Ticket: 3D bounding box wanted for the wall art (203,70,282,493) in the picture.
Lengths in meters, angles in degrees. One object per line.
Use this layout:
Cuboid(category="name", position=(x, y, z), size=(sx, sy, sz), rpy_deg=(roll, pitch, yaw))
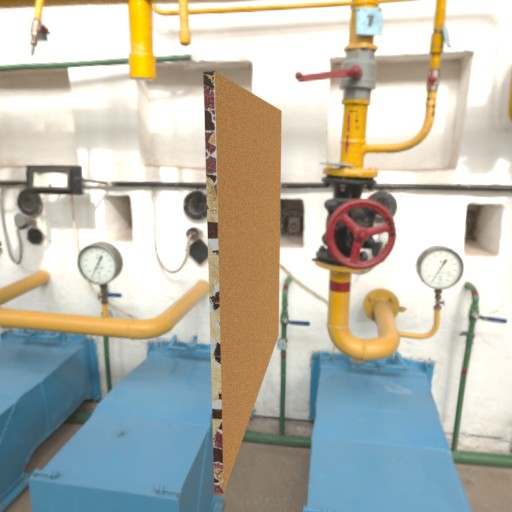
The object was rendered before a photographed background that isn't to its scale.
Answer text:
Cuboid(category="wall art", position=(0.000, 0.000, 0.601), size=(0.010, 0.406, 0.404), rpy_deg=(3, 14, 11))
